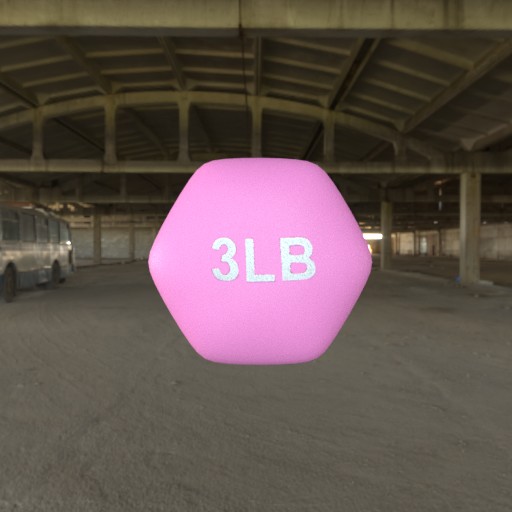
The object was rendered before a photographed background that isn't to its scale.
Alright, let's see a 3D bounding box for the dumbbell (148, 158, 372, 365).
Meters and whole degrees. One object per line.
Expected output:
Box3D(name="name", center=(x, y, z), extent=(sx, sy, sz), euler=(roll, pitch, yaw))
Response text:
Box3D(name="dumbbell", center=(0.000, 0.000, 0.191), extent=(0.064, 0.058, 0.159), euler=(0, 1, -1))
